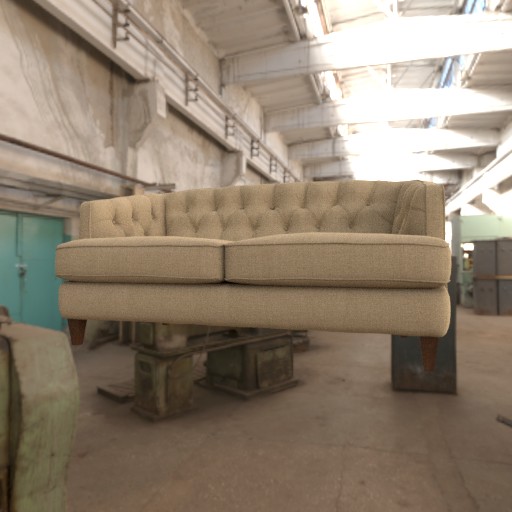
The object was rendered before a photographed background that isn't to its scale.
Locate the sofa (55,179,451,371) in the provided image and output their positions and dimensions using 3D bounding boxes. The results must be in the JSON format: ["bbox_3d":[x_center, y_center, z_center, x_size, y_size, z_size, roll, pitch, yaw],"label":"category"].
[{"bbox_3d":[0.000,0.000,2.229,1.733,0.855,0.941,0,0,18],"label":"sofa"}]
